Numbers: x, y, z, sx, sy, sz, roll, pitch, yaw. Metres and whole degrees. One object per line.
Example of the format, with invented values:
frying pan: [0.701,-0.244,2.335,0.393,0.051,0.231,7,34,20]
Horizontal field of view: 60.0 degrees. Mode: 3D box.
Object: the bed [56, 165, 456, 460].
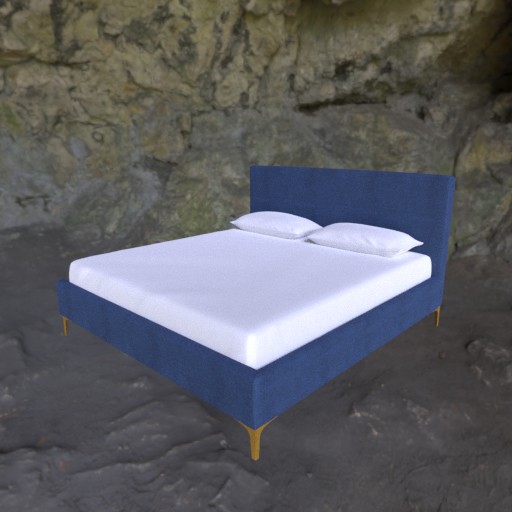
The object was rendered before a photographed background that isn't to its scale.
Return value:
bed: [0.000,0.000,3.408,2.096,1.231,2.232,13,20,42]
